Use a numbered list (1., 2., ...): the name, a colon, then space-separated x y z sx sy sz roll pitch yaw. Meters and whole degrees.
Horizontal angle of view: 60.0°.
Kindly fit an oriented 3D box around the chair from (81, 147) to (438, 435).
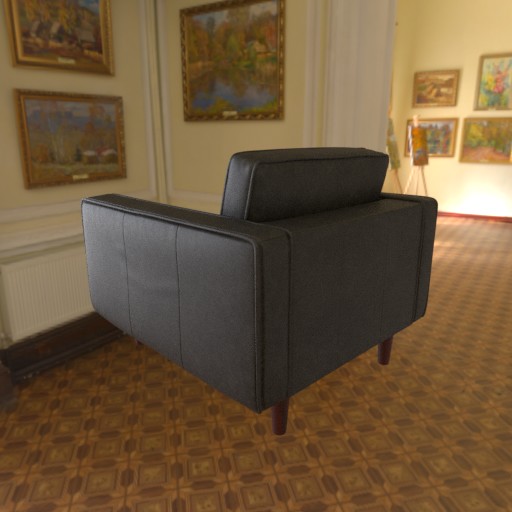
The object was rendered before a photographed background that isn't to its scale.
1. chair: 0.000 0.000 1.583 0.889 0.763 0.914 -15 21 -42
